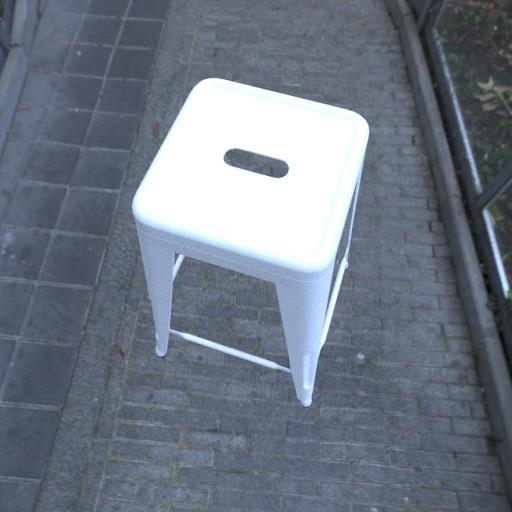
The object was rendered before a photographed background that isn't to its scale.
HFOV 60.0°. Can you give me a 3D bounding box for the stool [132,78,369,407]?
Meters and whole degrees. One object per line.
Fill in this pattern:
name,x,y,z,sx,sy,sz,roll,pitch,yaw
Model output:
stool,0.000,0.000,0.895,0.406,0.610,0.406,17,65,8
